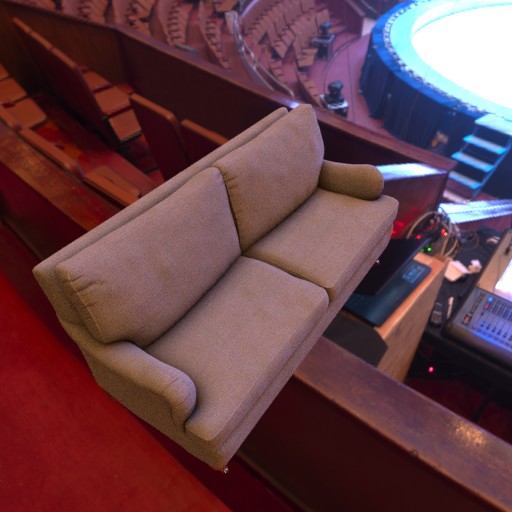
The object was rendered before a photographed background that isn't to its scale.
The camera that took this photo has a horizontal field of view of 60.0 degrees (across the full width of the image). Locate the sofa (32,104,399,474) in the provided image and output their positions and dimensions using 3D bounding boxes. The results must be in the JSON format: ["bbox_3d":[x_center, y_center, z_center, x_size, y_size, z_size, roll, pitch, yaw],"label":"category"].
[{"bbox_3d":[0.000,0.000,2.738,1.069,1.096,2.193,25,48,25],"label":"sofa"}]
